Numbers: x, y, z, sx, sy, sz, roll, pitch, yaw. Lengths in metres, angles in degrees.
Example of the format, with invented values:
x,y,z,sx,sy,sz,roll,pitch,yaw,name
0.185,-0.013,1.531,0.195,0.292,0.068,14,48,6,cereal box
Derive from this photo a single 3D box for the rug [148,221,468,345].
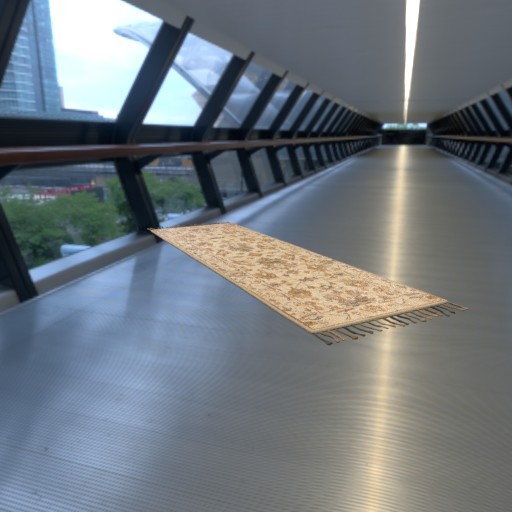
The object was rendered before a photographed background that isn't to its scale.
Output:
x,y,z,sx,sy,sz,roll,pitch,yaw,name
0.000,0.000,2.711,0.729,0.021,2.438,-7,16,-27,rug
